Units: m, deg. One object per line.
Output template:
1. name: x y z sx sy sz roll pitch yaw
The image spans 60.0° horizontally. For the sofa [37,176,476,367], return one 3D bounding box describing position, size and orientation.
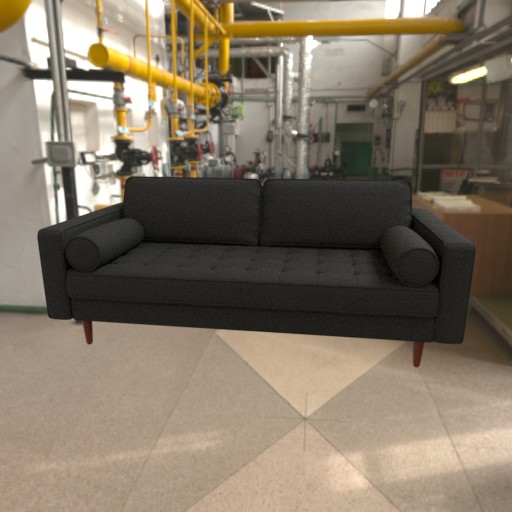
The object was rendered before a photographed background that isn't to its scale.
1. sofa: 0.000 0.000 2.316 1.875 0.759 0.914 2 15 8
